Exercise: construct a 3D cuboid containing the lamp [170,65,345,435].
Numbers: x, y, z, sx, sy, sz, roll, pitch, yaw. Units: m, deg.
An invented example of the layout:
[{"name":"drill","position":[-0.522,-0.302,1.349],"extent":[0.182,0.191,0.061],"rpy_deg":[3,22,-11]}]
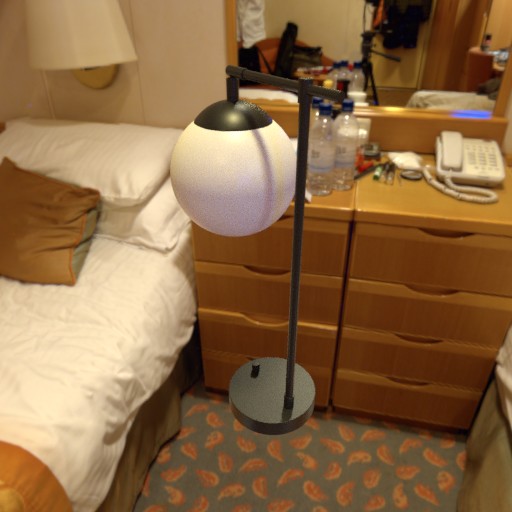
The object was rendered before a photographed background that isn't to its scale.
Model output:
[{"name":"lamp","position":[0.000,0.000,0.707],"extent":[0.197,0.559,0.316],"rpy_deg":[-19,35,-29]}]
